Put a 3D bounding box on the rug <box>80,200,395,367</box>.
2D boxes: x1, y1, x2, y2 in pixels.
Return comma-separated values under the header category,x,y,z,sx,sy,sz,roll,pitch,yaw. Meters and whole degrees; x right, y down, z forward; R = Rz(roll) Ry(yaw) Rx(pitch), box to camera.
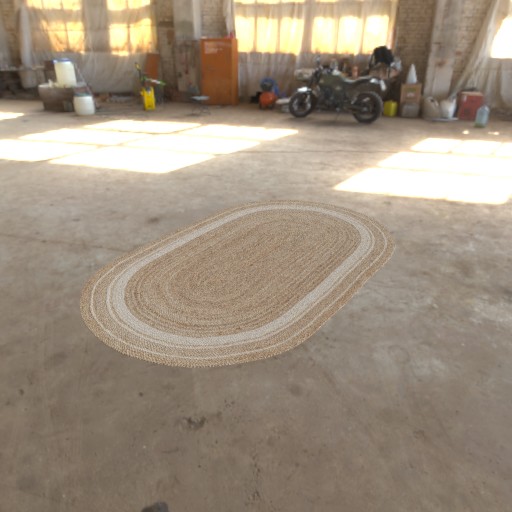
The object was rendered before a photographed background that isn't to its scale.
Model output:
category,x,y,z,sx,sy,sz,roll,pitch,yaw
rug,0.000,0.000,3.035,1.520,0.006,2.432,18,32,31
